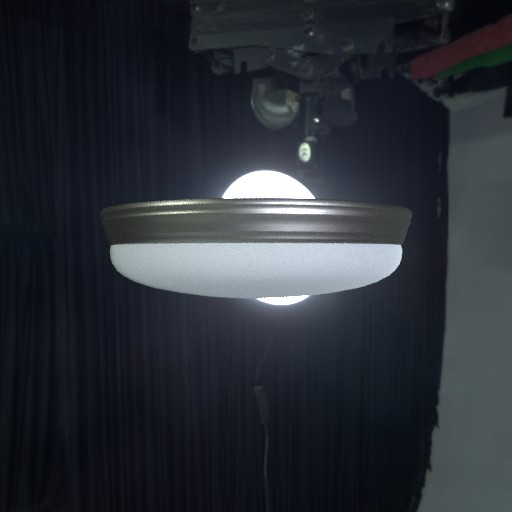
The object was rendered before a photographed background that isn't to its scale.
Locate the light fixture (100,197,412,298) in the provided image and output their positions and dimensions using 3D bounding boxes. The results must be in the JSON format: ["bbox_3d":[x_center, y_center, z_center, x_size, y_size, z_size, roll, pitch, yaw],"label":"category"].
[{"bbox_3d":[0.000,0.000,0.554,0.368,0.100,0.368,0,0,0],"label":"light fixture"}]
